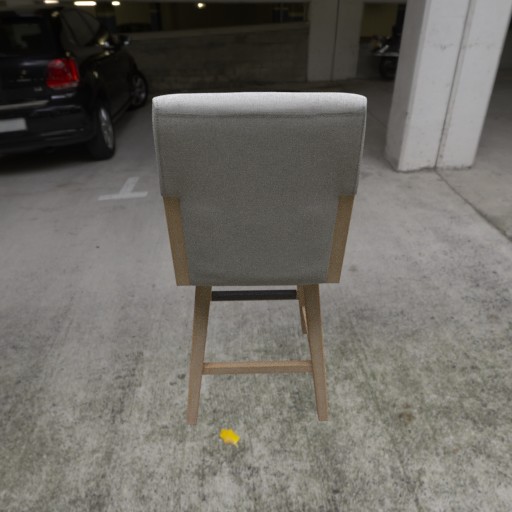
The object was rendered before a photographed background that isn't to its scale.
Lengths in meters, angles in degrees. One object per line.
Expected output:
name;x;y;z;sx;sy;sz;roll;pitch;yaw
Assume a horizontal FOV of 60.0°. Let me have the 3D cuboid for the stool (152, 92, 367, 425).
stool;0.000;0.000;1.416;0.507;1.085;0.606;-1;30;-2
